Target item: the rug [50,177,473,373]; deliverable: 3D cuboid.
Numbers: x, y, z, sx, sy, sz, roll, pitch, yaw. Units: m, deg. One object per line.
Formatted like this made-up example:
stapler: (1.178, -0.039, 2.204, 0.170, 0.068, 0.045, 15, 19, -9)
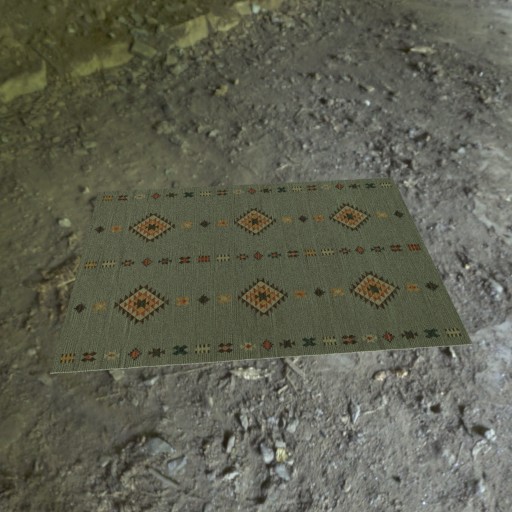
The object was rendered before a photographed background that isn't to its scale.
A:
rug: (0.000, 0.000, 2.316, 1.818, 0.005, 1.217, -3, 47, -3)
